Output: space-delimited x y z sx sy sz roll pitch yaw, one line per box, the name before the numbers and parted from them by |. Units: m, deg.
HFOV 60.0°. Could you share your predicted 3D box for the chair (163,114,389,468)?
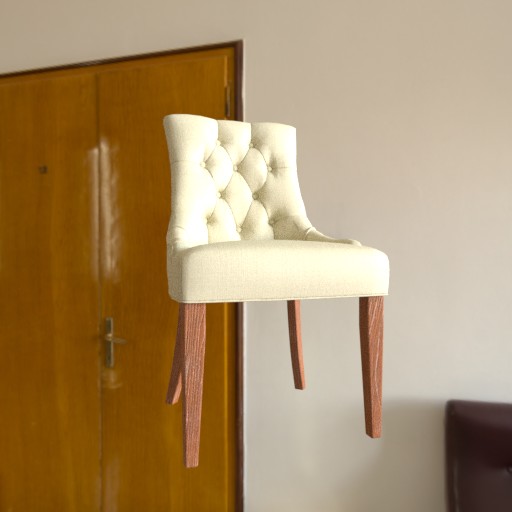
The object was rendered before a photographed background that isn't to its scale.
chair | 0.000 0.000 1.218 0.509 0.874 0.565 0 1 -19
